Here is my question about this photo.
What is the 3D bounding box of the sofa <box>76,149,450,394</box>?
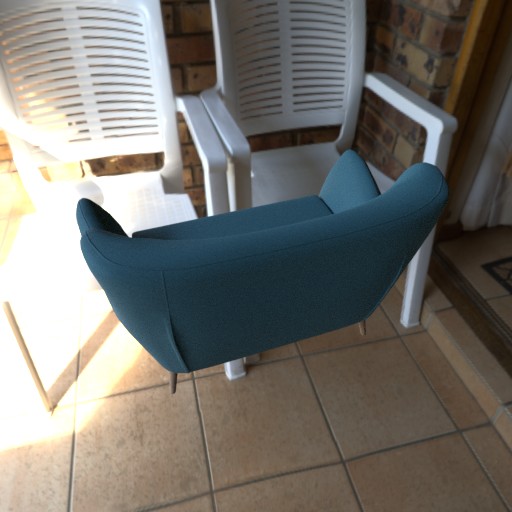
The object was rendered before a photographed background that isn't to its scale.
[{"bbox_3d":[0.000,0.000,1.939,1.397,0.889,0.889,-13,43,-15],"label":"sofa"}]
